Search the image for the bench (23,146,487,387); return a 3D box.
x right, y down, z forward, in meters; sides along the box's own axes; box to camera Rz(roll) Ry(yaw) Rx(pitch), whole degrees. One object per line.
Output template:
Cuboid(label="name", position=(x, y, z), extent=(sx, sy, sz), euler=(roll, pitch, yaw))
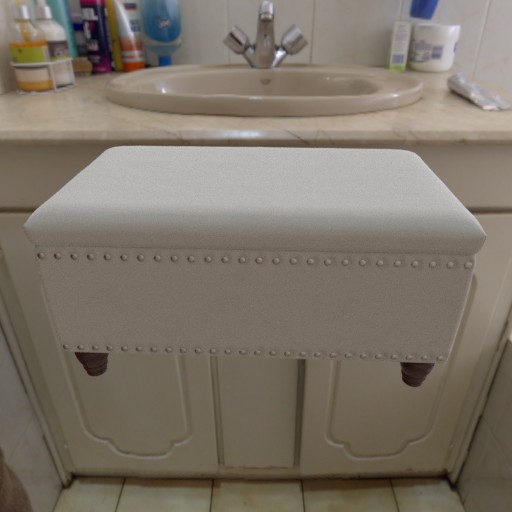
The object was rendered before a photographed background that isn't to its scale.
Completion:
Cuboid(label="bench", position=(0.000, 0.000, 1.147), extent=(0.887, 0.449, 0.500), euler=(1, 30, 2))
